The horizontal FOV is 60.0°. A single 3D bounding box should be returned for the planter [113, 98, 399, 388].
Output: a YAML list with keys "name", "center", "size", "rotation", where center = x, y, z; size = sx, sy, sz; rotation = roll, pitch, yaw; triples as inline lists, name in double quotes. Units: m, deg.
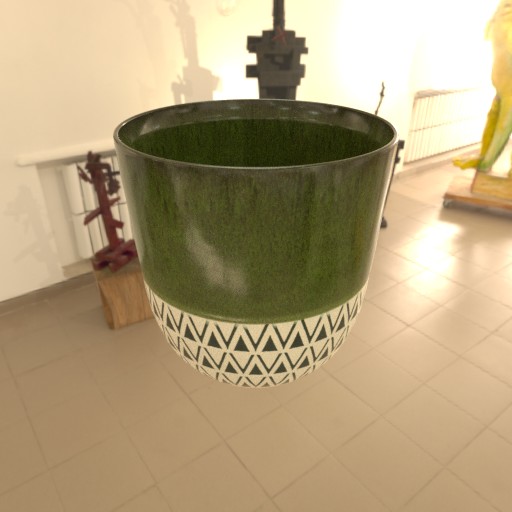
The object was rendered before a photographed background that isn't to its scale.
- name: "planter"
  center: [0.000, 0.000, 0.460]
  size: [0.245, 0.270, 0.245]
  rotation: [0, 30, 0]
